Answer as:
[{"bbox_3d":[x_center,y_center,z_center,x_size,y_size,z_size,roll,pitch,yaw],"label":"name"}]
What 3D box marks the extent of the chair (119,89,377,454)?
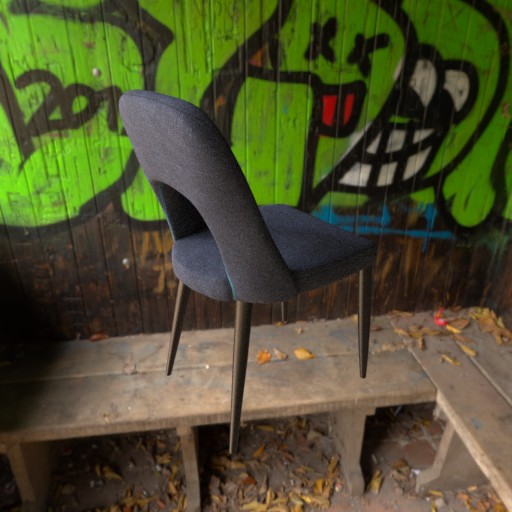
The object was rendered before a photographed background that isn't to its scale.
[{"bbox_3d":[0.000,0.000,1.285,0.612,0.931,0.470,-18,31,-32],"label":"chair"}]
